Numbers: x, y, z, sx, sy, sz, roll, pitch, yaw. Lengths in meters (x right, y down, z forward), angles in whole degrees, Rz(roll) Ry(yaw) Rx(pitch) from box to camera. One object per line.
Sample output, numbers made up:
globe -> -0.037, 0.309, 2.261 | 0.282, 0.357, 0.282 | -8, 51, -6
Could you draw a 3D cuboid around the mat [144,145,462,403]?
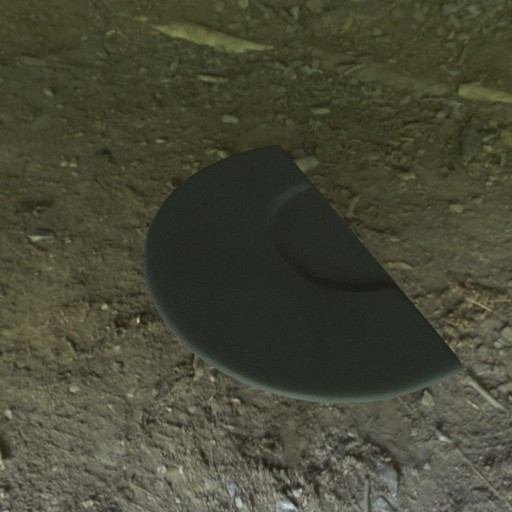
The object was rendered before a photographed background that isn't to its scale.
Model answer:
mat -> 0.000, 0.000, 1.858 | 0.917, 0.022, 1.525 | -17, 48, -16
